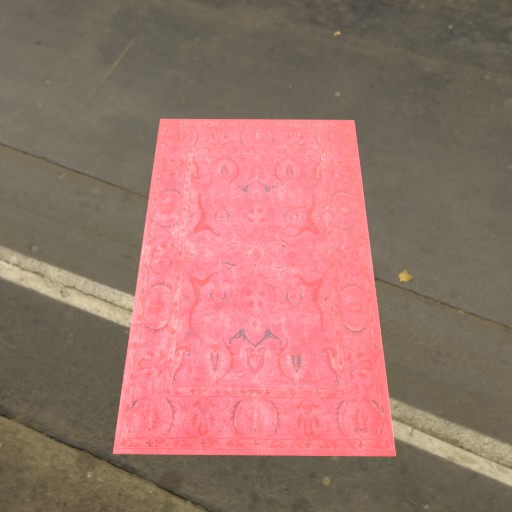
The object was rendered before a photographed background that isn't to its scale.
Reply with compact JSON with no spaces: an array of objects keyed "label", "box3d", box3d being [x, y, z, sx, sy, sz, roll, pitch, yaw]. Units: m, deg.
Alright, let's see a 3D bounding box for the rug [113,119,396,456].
[{"label":"rug","box3d":[0.000,0.000,2.951,1.534,0.010,2.423,0,63,0]}]
